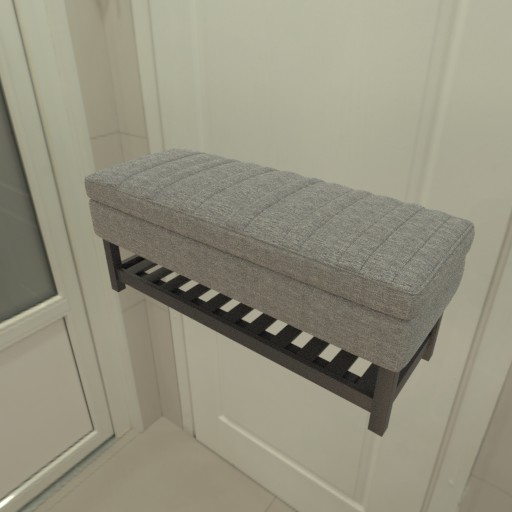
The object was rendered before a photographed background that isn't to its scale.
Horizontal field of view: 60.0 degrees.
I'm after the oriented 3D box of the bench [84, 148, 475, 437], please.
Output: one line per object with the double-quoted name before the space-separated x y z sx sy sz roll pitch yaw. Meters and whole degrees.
"bench" 0.000 0.000 1.348 1.100 0.470 0.429 21 36 32
